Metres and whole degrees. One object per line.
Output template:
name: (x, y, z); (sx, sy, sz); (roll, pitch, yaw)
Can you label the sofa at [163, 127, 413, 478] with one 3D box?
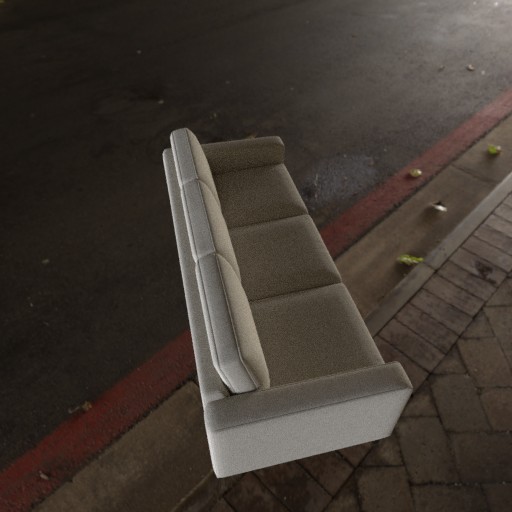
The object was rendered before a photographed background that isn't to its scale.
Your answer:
sofa: (0.000, 0.000, 2.651); (0.900, 0.800, 2.160); (-9, 45, -9)
